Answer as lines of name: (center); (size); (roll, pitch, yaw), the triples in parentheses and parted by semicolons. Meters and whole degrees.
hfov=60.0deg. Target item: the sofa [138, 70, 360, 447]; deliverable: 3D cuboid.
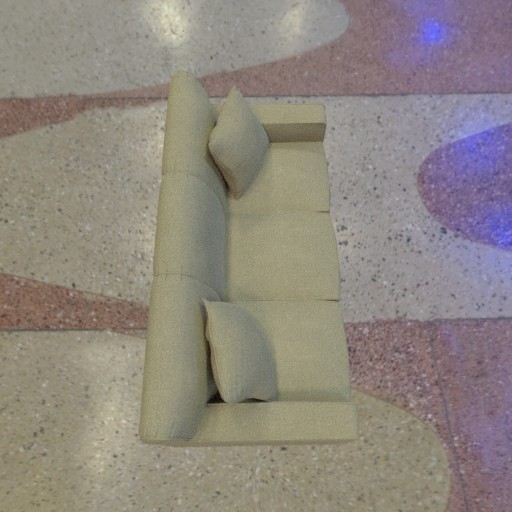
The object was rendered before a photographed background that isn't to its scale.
sofa: (0.000, 0.000, 2.574); (0.997, 0.958, 2.024); (-1, 65, 0)
